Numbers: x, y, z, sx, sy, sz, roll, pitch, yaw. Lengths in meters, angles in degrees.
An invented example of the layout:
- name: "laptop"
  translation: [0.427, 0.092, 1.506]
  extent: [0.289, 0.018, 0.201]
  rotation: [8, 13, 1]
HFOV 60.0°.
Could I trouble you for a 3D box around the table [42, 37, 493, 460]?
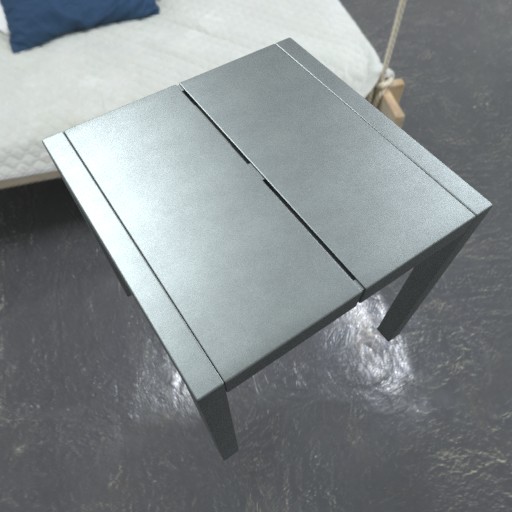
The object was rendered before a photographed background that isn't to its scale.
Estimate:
- name: "table"
  translation: [0.000, 0.000, 0.905]
  extent: [0.508, 0.508, 0.508]
  rotation: [-30, 63, -17]
